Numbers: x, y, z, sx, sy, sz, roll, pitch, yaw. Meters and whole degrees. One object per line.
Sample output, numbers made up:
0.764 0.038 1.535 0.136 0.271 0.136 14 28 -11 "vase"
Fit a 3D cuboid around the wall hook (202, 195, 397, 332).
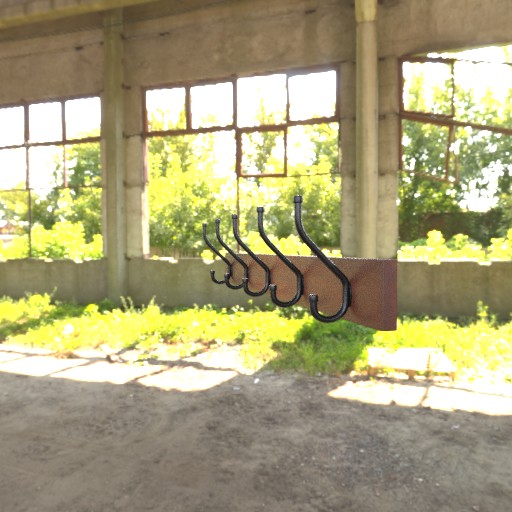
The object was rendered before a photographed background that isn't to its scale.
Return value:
0.000 0.000 0.630 0.071 0.117 0.571 0 1 -17 "wall hook"
